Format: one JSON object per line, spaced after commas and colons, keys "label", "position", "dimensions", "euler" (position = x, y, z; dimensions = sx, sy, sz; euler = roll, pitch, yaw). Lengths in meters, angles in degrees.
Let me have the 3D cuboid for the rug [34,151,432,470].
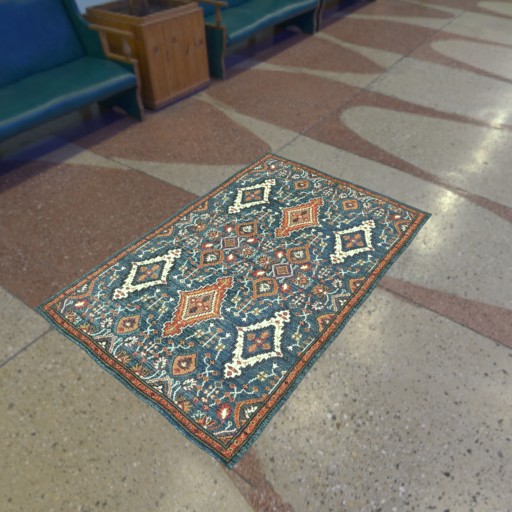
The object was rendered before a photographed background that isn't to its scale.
{"label": "rug", "position": [0.000, 0.000, 4.230], "dimensions": [2.190, 0.008, 3.371], "euler": [28, 49, 27]}
